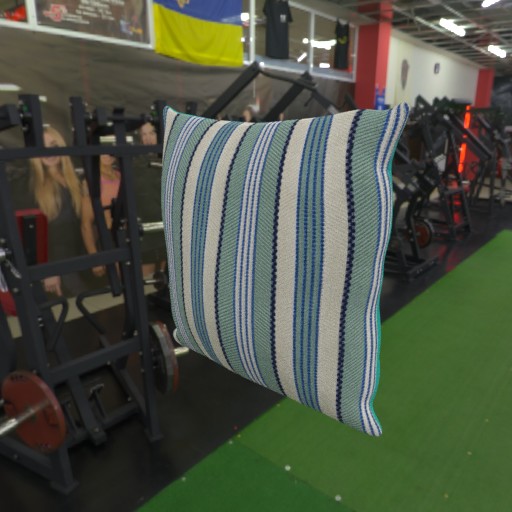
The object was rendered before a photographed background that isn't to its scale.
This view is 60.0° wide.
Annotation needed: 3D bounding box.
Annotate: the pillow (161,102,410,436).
[{"bbox_3d":[0.000,0.000,0.671,0.440,0.441,0.182,14,22,40],"label":"pillow"}]
